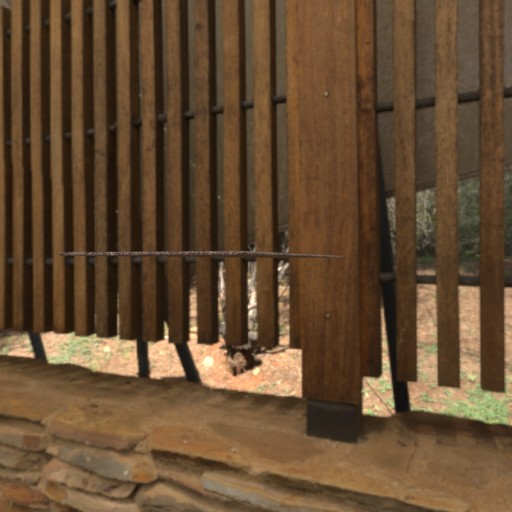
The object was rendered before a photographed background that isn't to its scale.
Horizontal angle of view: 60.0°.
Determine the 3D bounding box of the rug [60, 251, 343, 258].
[{"bbox_3d":[0.000,0.000,2.528,0.691,0.011,2.296,0,0,19],"label":"rug"}]
